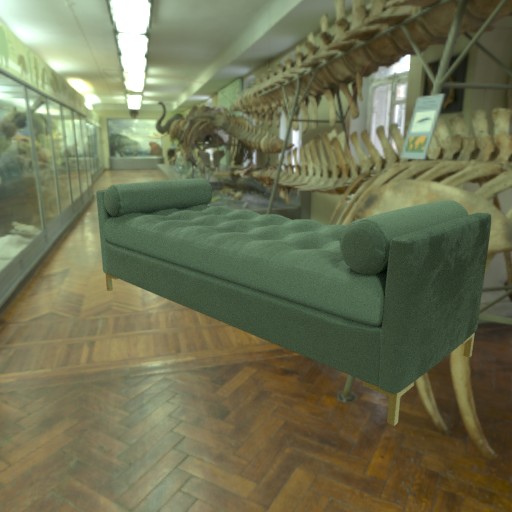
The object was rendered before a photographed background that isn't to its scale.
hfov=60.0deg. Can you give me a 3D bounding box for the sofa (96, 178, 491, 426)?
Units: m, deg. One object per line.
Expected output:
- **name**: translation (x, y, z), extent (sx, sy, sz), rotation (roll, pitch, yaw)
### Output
- **sofa**: translation (0.000, 0.000, 2.396), extent (2.102, 0.705, 0.796), rotation (14, 20, 43)
